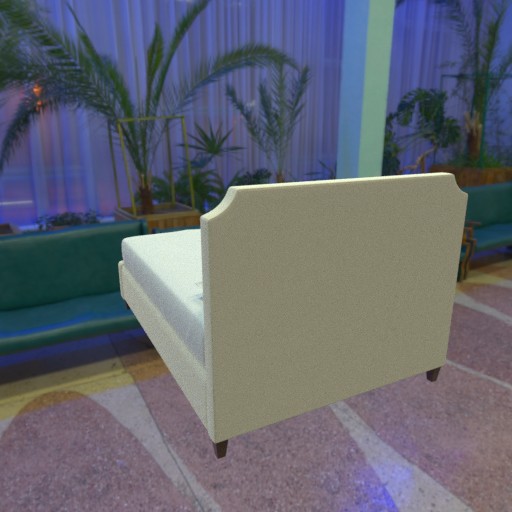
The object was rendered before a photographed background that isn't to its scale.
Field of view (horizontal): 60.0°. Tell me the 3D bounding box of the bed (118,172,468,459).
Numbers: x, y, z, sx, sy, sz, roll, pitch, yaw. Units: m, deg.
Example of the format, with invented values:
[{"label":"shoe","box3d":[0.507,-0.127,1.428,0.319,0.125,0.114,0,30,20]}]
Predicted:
[{"label":"bed","box3d":[0.000,0.000,3.455,1.703,1.415,2.329,-8,18,-26]}]
